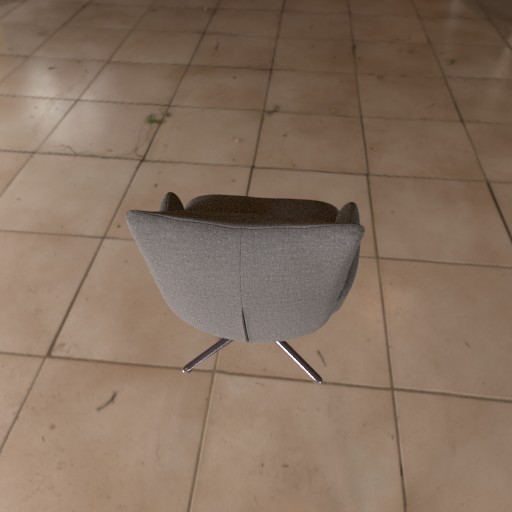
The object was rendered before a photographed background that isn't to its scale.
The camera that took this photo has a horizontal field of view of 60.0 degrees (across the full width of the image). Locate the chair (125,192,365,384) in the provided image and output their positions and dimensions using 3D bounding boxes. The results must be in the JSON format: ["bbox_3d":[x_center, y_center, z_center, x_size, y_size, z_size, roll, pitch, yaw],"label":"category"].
[{"bbox_3d":[0.000,0.000,1.558,0.702,0.984,0.831,4,47,3],"label":"chair"}]
